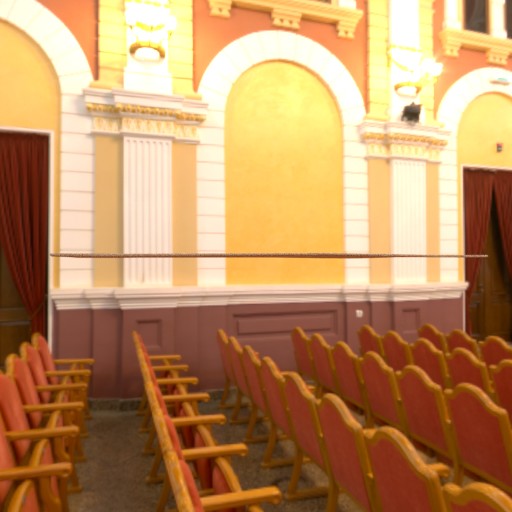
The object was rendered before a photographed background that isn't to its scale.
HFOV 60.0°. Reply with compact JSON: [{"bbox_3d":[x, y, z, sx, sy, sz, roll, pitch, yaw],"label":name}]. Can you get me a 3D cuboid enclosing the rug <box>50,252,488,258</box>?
[{"bbox_3d":[0.000,0.000,2.977,2.346,0.029,1.574,0,-1,-18],"label":"rug"}]
